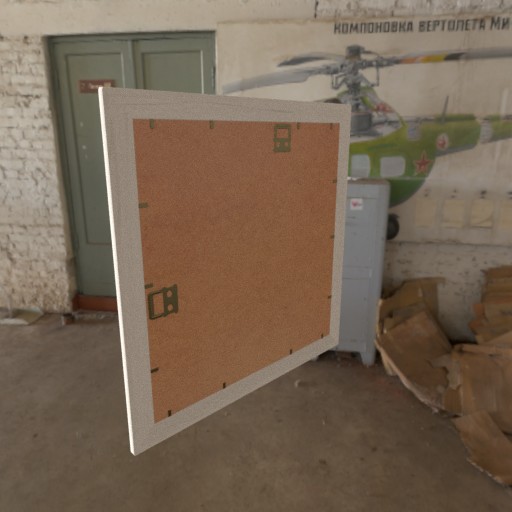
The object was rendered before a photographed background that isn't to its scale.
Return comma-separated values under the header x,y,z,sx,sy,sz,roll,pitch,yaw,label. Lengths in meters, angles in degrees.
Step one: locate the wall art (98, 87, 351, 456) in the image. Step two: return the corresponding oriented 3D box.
x,y,z,sx,sy,sz,roll,pitch,yaw,label
0.000,0.000,0.868,0.584,0.584,0.013,-15,21,-42,wall art
